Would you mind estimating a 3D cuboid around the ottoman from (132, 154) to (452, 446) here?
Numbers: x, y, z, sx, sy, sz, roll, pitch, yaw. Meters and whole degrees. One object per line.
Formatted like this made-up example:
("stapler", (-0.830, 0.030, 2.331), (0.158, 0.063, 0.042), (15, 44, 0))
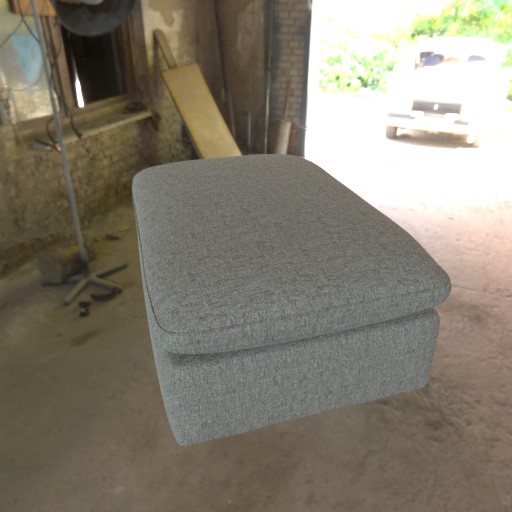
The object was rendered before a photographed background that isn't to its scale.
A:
("ottoman", (0.000, 0.000, 1.366), (0.694, 0.451, 0.977), (-8, 30, -14))
